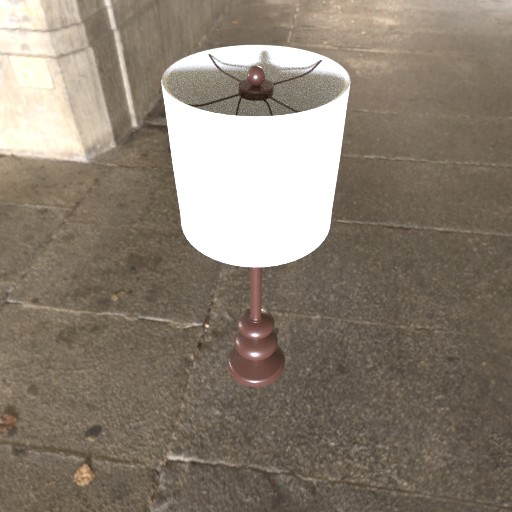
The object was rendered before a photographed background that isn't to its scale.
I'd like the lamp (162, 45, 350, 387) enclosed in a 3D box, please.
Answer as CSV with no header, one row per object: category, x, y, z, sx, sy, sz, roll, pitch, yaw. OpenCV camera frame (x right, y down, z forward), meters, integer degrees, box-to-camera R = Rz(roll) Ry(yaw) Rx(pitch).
lamp,0.000,0.000,0.826,0.254,0.690,0.254,-27,49,-26
